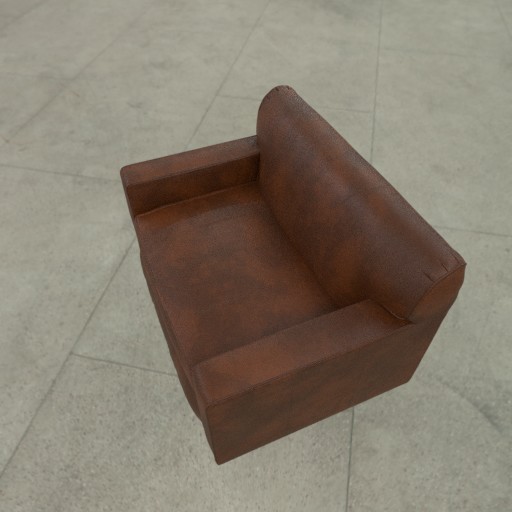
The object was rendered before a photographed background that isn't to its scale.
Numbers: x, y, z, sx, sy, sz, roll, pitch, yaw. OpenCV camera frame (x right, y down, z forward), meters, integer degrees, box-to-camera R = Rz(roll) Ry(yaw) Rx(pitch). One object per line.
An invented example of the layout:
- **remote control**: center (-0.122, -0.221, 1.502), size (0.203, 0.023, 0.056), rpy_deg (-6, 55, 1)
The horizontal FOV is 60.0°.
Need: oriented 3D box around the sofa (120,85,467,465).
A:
- **sofa**: center (0.000, 0.000, 2.055), size (1.000, 0.956, 1.413), rpy_deg (-17, 50, -15)
